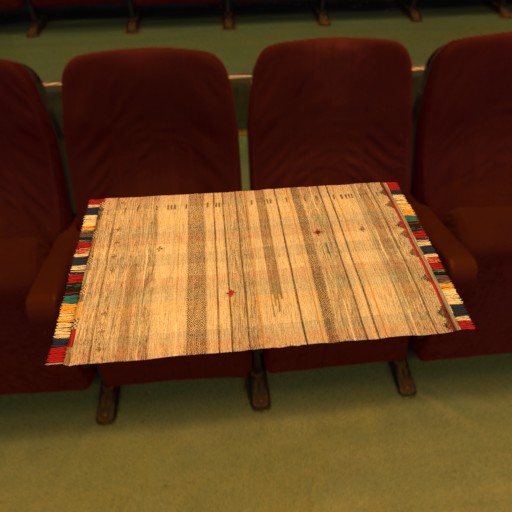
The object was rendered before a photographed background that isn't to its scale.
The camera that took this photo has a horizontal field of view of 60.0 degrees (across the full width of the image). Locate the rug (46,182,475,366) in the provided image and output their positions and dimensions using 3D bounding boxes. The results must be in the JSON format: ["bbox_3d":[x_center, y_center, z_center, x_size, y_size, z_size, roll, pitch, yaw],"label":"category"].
[{"bbox_3d":[0.000,0.000,2.996,2.465,0.012,1.465,-4,46,-4],"label":"rug"}]
